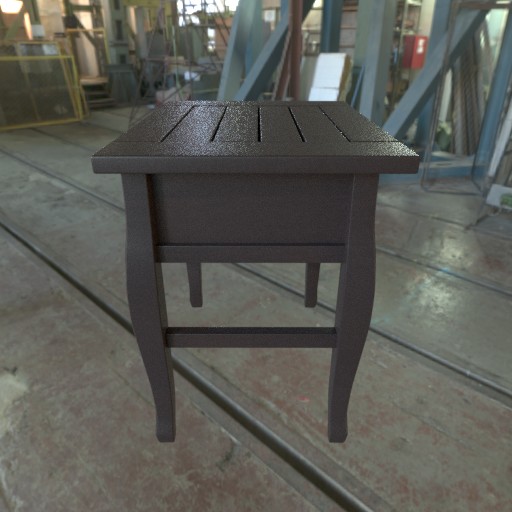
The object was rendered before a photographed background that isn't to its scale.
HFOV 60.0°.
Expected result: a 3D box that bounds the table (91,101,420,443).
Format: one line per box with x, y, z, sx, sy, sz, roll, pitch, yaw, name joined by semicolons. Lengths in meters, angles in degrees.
0.000;0.000;1.018;0.460;0.605;0.602;0;26;0;table
